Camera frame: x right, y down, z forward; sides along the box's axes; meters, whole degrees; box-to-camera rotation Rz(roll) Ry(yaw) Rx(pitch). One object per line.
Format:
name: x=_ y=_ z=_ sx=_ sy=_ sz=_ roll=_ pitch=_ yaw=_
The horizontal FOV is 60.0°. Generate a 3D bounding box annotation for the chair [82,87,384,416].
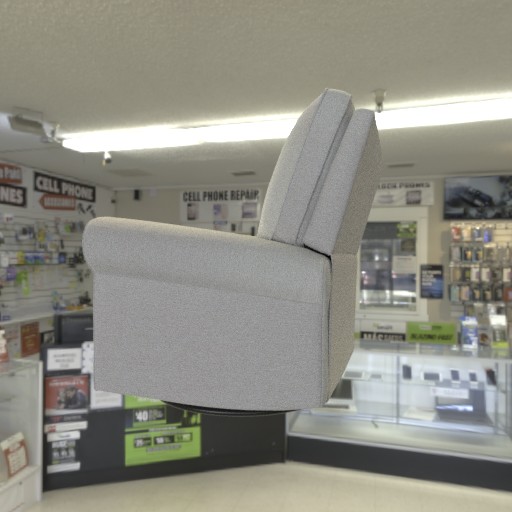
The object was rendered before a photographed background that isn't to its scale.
chair: x=0.000 y=0.000 z=1.623 sx=0.878 sy=0.960 sz=0.890 roll=0 pitch=0 yaw=18
